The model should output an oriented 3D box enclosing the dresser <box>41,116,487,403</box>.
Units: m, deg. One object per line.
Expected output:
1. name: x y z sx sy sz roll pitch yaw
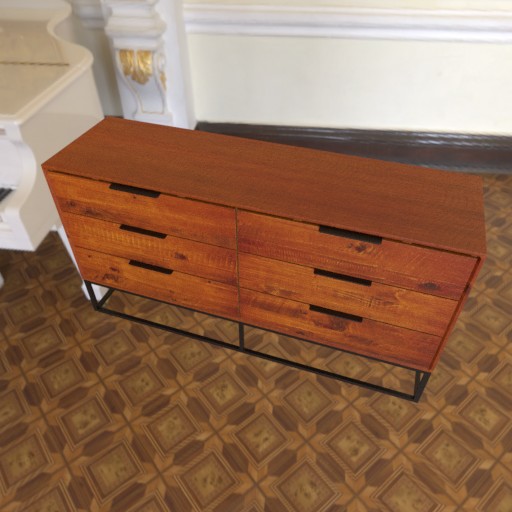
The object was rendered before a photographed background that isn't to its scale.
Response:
1. dresser: 0.000 0.000 1.863 1.536 0.810 0.464 13 43 14
